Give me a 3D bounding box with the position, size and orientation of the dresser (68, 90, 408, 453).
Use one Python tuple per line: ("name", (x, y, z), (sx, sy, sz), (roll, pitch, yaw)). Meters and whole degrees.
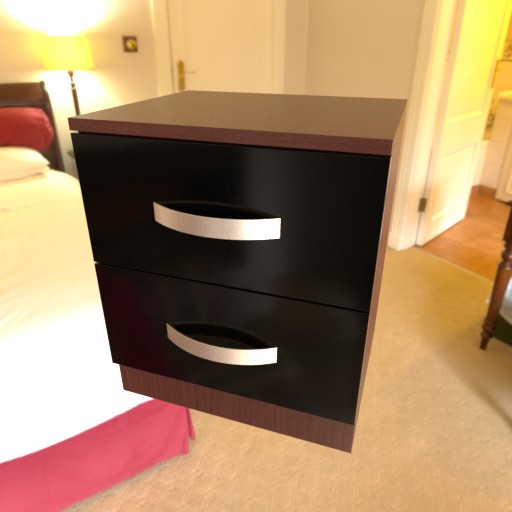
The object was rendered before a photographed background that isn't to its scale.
("dresser", (0.000, 0.000, 0.737), (0.400, 0.470, 0.360), (9, 28, 17))
